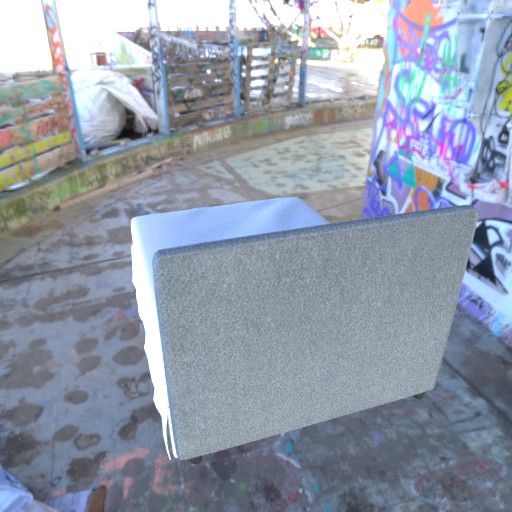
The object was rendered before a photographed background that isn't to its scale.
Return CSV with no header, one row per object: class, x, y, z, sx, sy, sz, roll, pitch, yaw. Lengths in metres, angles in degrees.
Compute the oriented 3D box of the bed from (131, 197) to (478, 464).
bed,0.000,0.000,3.191,1.723,1.330,2.142,-9,29,-17
